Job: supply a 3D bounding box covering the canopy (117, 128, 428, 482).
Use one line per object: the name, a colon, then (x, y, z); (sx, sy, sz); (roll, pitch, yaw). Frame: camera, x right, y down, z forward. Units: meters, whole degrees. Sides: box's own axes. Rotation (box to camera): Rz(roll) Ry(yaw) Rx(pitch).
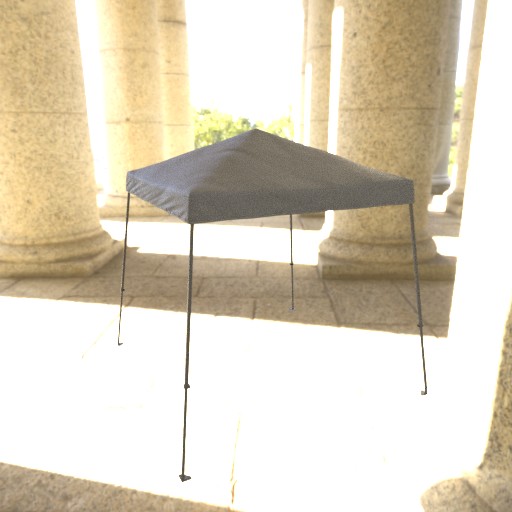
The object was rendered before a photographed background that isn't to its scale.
canopy: (0.000, 0.000, 6.505); (3.599, 3.600, 3.600); (-8, 17, -26)
